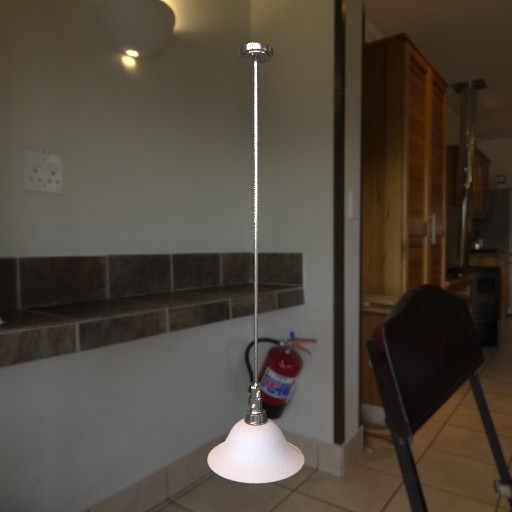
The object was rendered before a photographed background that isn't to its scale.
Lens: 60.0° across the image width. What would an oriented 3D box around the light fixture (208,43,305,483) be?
[{"bbox_3d":[0.000,0.000,1.473,0.324,1.354,0.324,0,1,17],"label":"light fixture"}]
